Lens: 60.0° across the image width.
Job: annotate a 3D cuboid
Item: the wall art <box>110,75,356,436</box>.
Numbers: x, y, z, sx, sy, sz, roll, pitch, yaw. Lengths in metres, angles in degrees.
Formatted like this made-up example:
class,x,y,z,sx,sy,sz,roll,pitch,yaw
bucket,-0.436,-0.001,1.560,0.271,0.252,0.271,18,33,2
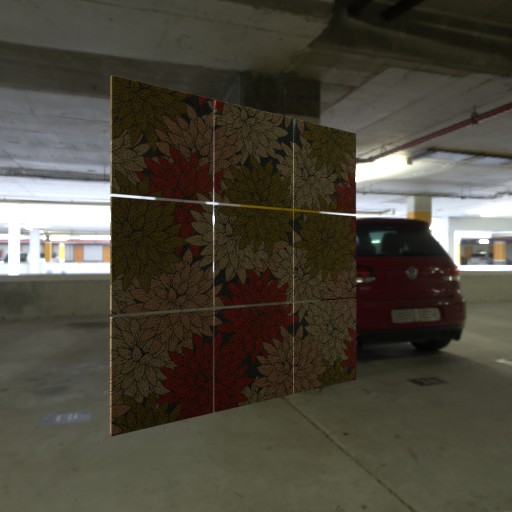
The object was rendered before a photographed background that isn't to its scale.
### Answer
class,x,y,z,sx,sy,sz,roll,pitch,yaw
wall art,0.000,0.000,1.387,0.904,0.913,0.013,0,0,-35
